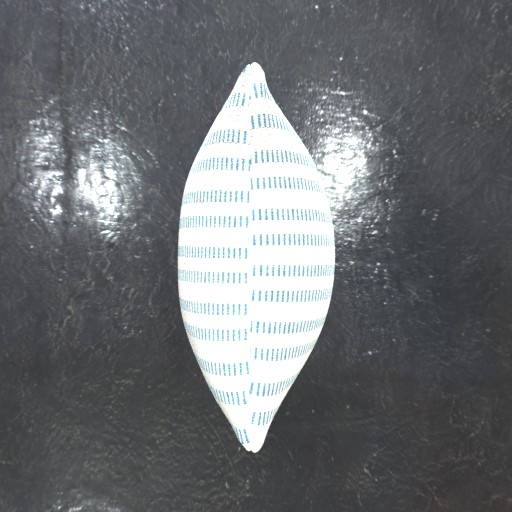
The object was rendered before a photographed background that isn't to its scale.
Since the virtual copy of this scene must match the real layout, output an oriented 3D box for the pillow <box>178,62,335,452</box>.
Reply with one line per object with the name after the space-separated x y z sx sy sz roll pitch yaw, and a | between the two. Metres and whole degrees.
0.000 0.000 0.692 0.247 0.419 0.438 0 90 1 | pillow
